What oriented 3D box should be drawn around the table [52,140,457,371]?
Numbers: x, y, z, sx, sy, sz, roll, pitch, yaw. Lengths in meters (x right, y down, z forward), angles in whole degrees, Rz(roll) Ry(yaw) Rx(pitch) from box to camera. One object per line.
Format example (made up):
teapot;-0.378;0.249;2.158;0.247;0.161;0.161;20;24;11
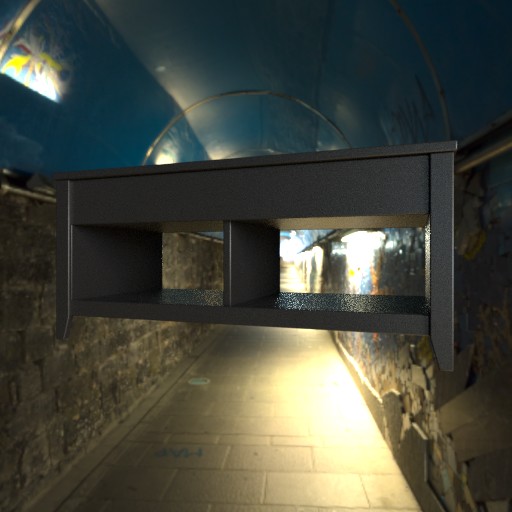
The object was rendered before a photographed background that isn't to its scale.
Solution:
table;0.000;0.000;1.270;1.016;0.457;0.483;0;0;20
